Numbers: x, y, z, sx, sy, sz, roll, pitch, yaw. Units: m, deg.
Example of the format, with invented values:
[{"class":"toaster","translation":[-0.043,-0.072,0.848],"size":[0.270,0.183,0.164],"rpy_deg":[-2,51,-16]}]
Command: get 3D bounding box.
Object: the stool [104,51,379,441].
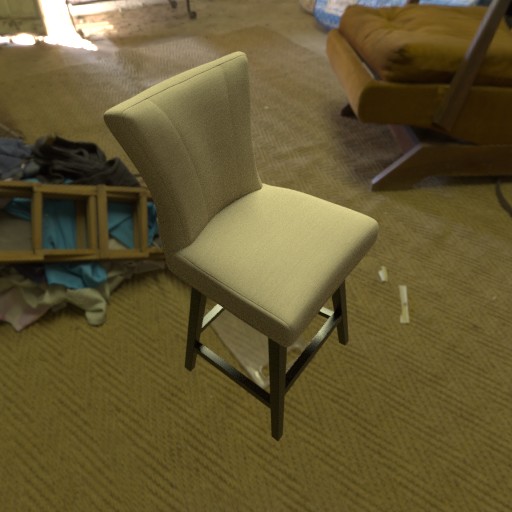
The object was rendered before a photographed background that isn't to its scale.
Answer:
[{"class":"stool","translation":[0.000,0.000,1.374],"size":[0.574,1.000,0.514],"rpy_deg":[27,49,26]}]
